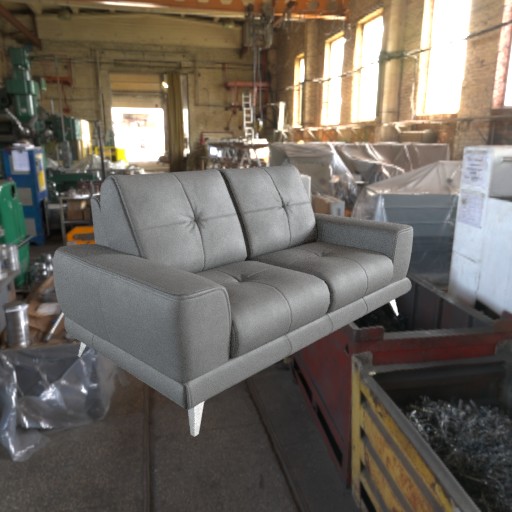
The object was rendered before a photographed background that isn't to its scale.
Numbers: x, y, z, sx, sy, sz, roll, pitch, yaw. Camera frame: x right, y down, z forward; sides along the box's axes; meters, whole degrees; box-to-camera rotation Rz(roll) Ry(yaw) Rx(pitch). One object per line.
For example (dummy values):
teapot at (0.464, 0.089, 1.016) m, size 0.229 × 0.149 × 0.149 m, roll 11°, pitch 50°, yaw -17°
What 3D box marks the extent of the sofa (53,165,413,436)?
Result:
sofa at (0.000, 0.000, 2.397) m, size 1.018 × 0.907 × 1.806 m, roll 13°, pitch 19°, yaw 42°
